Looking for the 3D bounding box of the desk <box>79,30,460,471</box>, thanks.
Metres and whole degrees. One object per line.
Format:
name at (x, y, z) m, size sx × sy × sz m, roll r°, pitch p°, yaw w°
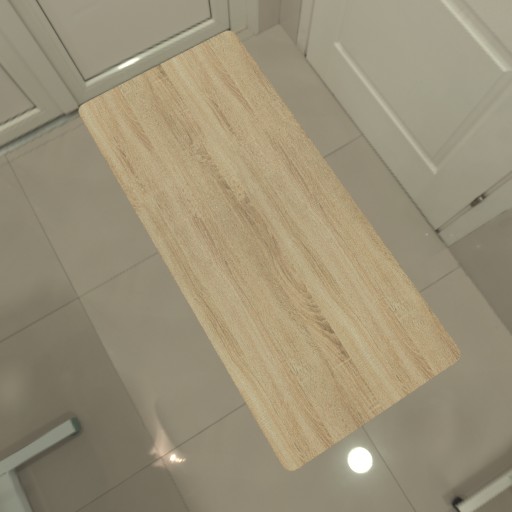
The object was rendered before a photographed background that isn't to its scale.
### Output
desk at (0.000, 0.000, 1.621) m, size 0.550 × 0.760 × 1.200 m, roll -31°, pitch 78°, yaw -7°
